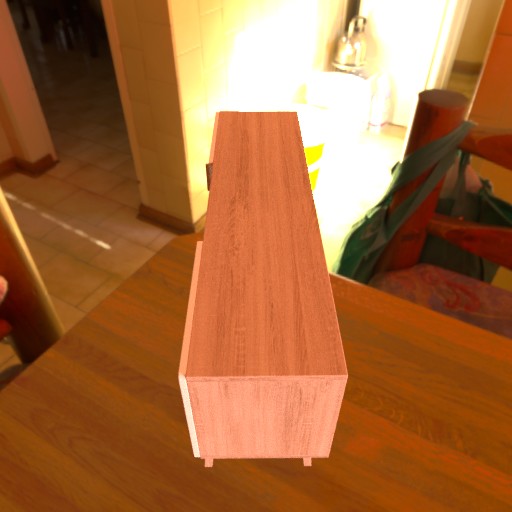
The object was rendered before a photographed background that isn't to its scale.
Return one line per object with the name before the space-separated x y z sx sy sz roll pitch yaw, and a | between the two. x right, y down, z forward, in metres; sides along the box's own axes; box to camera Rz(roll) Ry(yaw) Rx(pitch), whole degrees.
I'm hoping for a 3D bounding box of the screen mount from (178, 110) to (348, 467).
screen mount | 0.000 0.000 1.790 0.420 0.570 1.500 0 41 0
